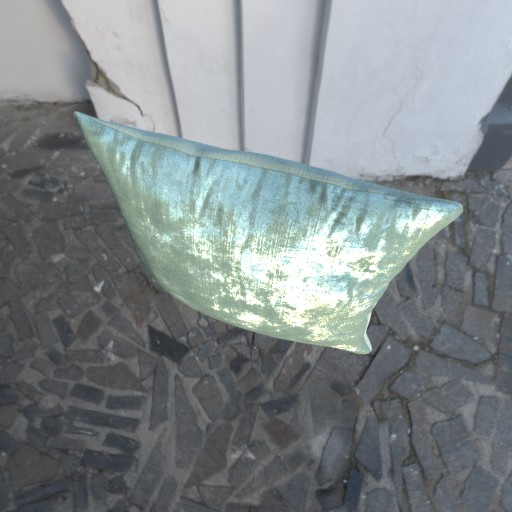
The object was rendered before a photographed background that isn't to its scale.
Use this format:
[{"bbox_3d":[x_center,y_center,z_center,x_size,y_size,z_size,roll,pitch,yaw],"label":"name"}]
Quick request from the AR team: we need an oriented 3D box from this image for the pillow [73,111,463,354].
[{"bbox_3d":[0.000,0.000,0.702,0.470,0.464,0.175,16,60,10],"label":"pillow"}]
